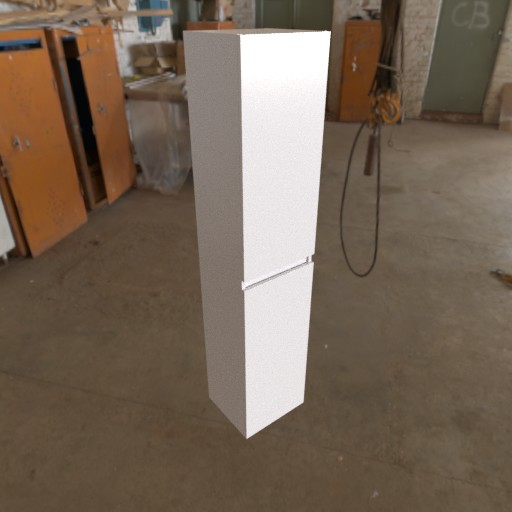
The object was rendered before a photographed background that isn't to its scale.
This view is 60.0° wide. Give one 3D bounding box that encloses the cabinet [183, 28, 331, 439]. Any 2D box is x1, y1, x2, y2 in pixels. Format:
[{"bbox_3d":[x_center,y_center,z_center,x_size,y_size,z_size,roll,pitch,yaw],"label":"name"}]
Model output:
[{"bbox_3d":[0.000,0.000,1.546,0.300,1.400,0.269,-21,35,-32],"label":"cabinet"}]
